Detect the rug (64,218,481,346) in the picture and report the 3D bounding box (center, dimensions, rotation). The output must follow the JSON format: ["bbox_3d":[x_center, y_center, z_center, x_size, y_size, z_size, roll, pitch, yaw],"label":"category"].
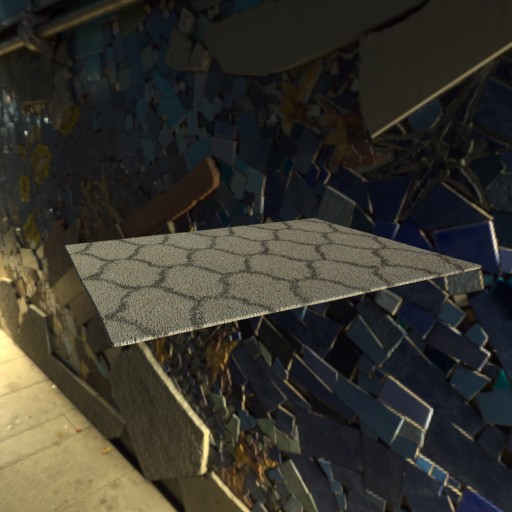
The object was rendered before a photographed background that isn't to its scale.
[{"bbox_3d":[0.000,0.000,4.020,3.000,0.026,2.399,-8,18,-27],"label":"rug"}]
